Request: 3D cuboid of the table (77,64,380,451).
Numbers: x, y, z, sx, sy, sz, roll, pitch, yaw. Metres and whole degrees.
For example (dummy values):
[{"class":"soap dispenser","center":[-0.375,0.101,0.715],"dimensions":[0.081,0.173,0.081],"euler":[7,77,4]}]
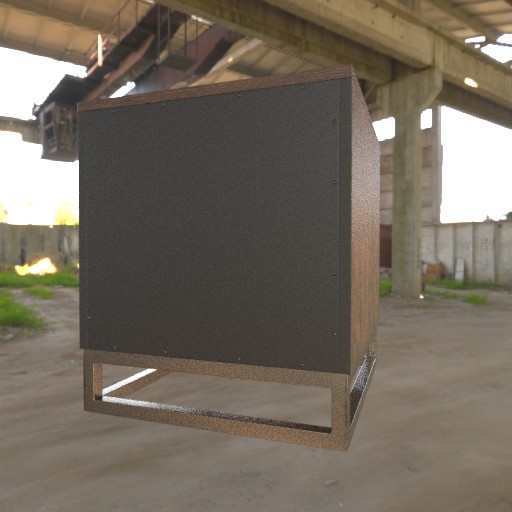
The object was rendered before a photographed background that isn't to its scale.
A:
[{"class":"table","center":[0.000,0.000,1.012],"dimensions":[0.506,0.582,0.566],"euler":[0,1,20]}]
